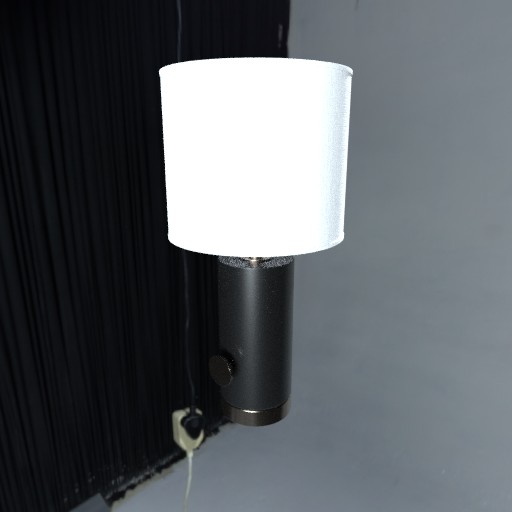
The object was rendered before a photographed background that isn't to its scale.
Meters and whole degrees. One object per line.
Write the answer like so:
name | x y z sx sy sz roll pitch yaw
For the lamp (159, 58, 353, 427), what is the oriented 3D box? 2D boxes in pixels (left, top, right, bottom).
lamp | 0.000 0.000 0.628 0.241 0.482 0.240 14 20 41
